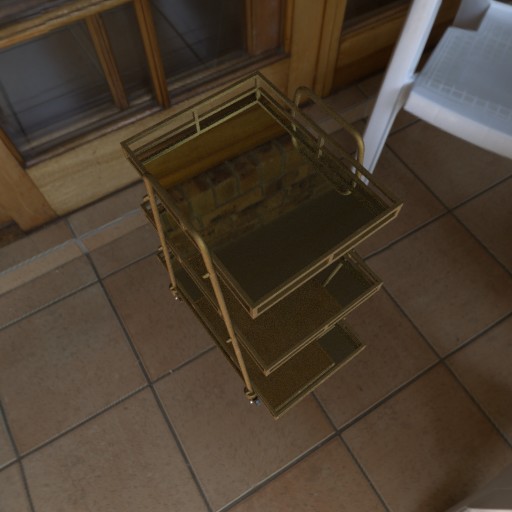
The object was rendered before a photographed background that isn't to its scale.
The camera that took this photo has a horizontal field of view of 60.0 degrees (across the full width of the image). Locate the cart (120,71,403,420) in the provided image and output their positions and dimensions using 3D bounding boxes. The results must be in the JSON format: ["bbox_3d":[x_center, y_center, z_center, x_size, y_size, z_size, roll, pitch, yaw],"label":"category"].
[{"bbox_3d":[0.000,0.000,1.270,0.441,0.883,0.711,-34,67,-16],"label":"cart"}]
